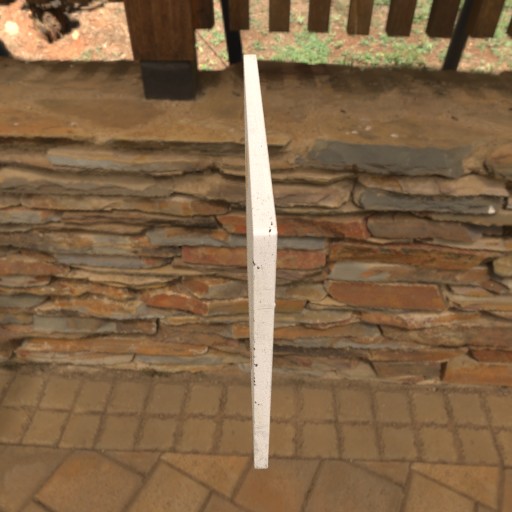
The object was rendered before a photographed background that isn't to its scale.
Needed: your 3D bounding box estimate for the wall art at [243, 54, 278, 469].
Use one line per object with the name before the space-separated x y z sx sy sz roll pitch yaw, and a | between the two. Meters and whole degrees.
wall art | 0.000 0.000 1.145 0.038 0.762 0.762 -1 42 -2
